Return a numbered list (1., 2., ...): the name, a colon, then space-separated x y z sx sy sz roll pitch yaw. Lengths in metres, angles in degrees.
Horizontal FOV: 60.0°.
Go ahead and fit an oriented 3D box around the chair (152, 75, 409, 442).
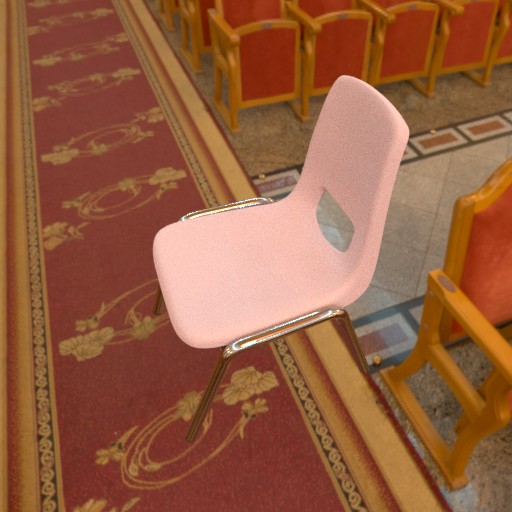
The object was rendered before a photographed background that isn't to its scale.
1. chair: 0.000 0.000 0.835 0.423 0.586 0.354 -15 48 -14
